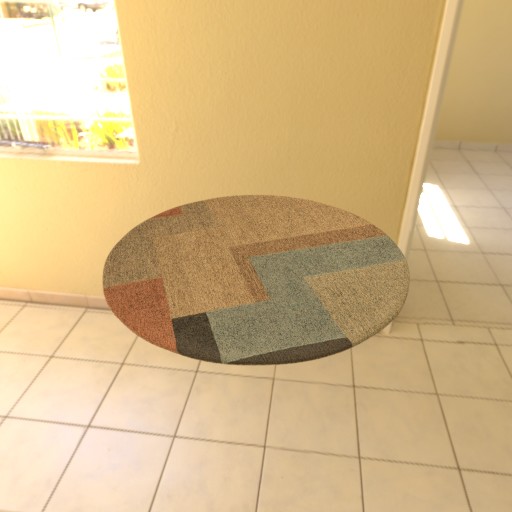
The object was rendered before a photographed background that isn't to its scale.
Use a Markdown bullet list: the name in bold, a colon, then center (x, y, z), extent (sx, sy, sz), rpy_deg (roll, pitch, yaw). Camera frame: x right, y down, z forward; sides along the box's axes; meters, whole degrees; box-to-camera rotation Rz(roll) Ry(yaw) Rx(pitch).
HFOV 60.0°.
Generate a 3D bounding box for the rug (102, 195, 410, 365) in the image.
- **rug**: center (0.000, 0.000, 3.683), extent (2.461, 0.033, 2.461), rpy_deg (0, 32, 0)
